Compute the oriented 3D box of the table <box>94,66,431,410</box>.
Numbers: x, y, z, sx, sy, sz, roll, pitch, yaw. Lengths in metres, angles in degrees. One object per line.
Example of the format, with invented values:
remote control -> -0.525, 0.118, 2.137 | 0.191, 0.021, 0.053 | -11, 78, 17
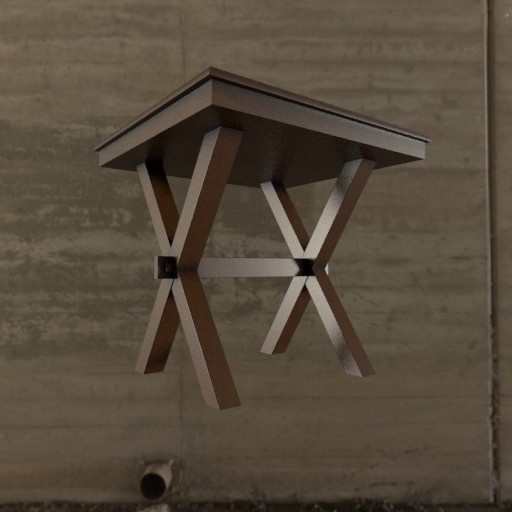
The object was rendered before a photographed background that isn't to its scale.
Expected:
table -> 0.000, 0.000, 1.070 | 0.602, 0.562, 0.560 | 1, -2, -37
